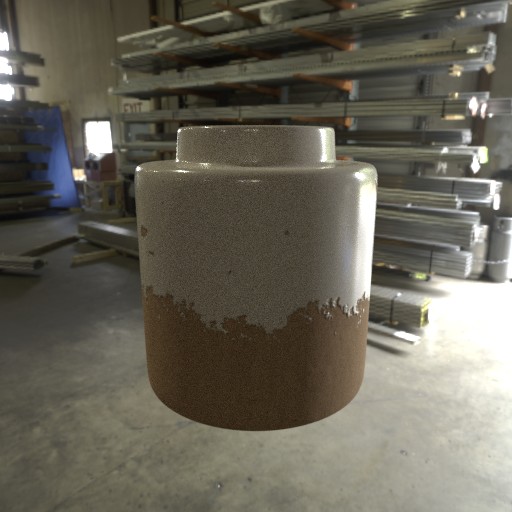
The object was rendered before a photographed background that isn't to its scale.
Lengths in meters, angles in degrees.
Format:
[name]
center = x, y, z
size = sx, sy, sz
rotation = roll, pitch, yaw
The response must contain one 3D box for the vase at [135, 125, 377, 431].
[vase]
center = 0.000, 0.000, 0.301
size = 0.153, 0.167, 0.153
rotation = 0, 15, 0
